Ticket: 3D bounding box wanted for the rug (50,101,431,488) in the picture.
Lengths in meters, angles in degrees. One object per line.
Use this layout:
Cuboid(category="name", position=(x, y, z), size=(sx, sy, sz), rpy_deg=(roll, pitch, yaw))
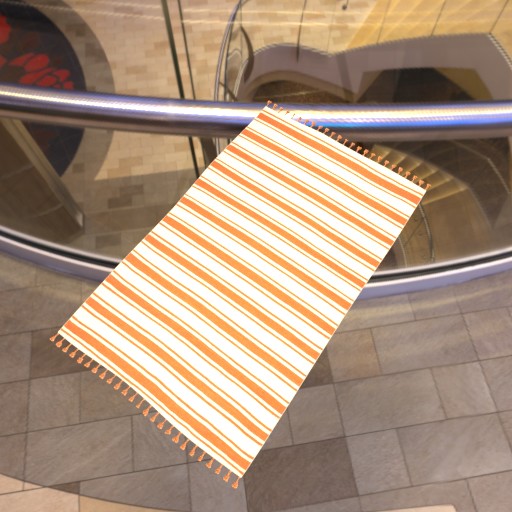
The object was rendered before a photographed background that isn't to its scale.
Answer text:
Cuboid(category="rug", position=(0.000, 0.000, 2.572), size=(1.232, 0.017, 2.092), rpy_deg=(33, 69, 14))
